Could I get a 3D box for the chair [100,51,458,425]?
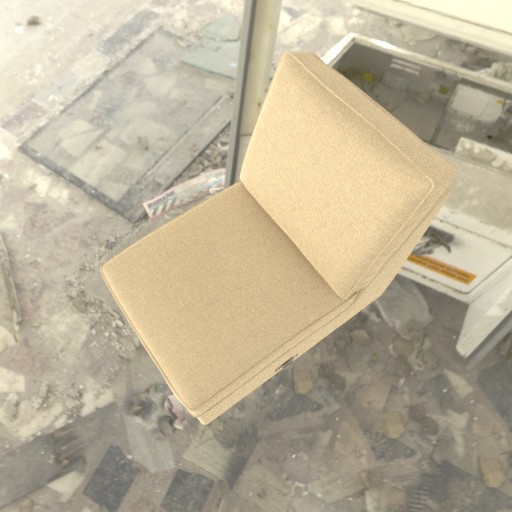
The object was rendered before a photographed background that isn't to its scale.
[{"bbox_3d":[0.000,0.000,1.515,0.938,0.970,0.621,-33,67,-16],"label":"chair"}]
